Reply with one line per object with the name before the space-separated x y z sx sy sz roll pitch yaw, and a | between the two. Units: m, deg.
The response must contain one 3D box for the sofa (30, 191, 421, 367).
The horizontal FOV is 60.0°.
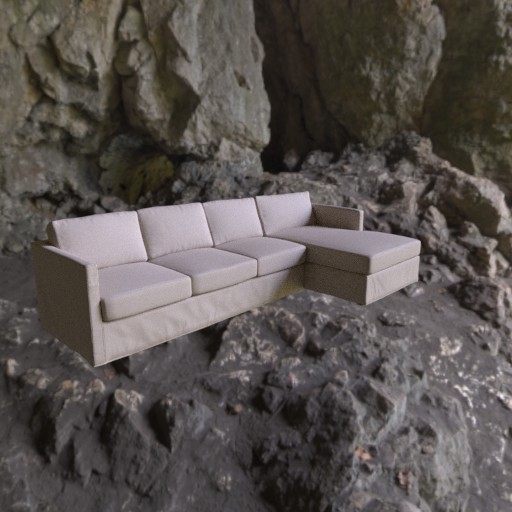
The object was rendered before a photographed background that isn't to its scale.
sofa | 0.000 0.000 3.918 1.622 0.871 3.206 14 20 43
